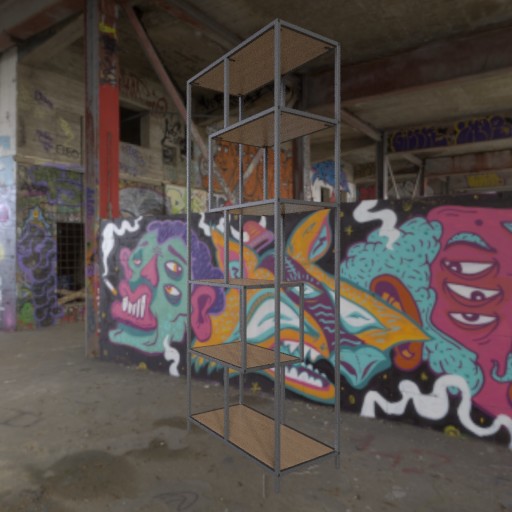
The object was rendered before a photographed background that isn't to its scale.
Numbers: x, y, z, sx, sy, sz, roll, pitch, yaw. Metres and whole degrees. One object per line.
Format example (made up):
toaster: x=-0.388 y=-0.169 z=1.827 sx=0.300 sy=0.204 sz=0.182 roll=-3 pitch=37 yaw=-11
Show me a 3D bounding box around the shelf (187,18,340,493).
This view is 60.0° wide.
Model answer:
shelf: x=0.000 y=0.000 z=2.137 sx=0.350 sy=1.850 sz=0.770 roll=0 pitch=0 yaw=-36
